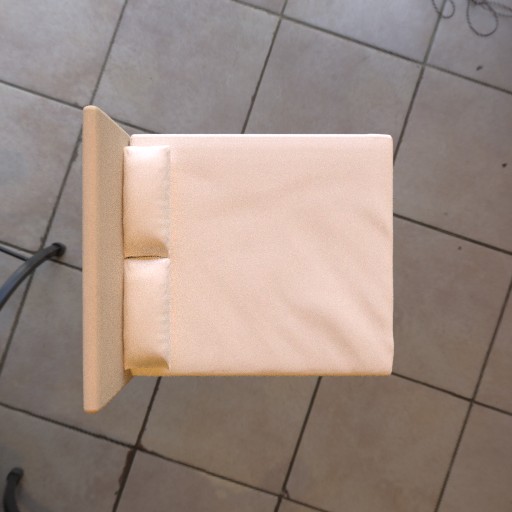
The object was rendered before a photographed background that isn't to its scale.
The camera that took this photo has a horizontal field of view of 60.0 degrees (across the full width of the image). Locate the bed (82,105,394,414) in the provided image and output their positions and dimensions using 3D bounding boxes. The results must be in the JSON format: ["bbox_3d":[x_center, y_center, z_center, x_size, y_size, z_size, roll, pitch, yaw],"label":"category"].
[{"bbox_3d":[0.000,0.000,3.552,2.319,1.317,2.119,0,90,0],"label":"bed"}]
